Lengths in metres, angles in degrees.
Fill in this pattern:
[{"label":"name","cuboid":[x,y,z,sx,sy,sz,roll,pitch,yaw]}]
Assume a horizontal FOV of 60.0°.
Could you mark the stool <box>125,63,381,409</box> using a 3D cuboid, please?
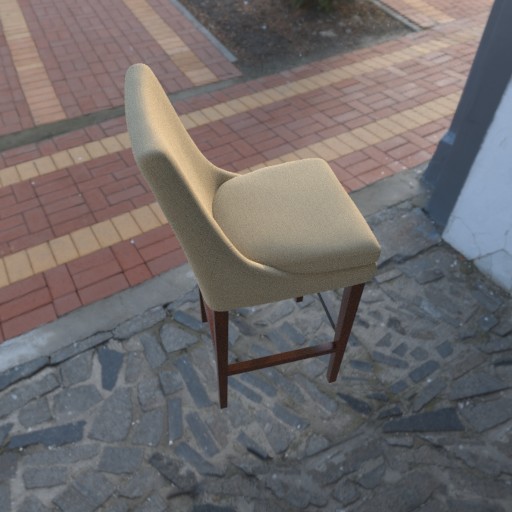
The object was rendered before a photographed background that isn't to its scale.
[{"label":"stool","cuboid":[0.000,0.000,1.367,0.577,1.078,0.470,-11,47,-10]}]
